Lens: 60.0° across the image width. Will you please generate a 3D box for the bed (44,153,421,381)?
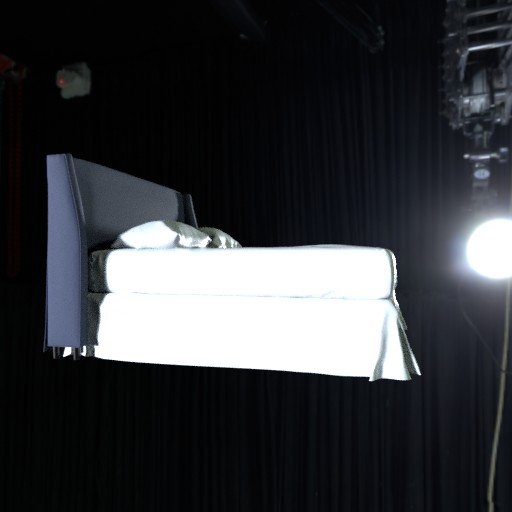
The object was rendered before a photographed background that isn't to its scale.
[{"bbox_3d":[0.000,0.000,3.424,2.276,1.332,1.925,0,-1,16],"label":"bed"}]
